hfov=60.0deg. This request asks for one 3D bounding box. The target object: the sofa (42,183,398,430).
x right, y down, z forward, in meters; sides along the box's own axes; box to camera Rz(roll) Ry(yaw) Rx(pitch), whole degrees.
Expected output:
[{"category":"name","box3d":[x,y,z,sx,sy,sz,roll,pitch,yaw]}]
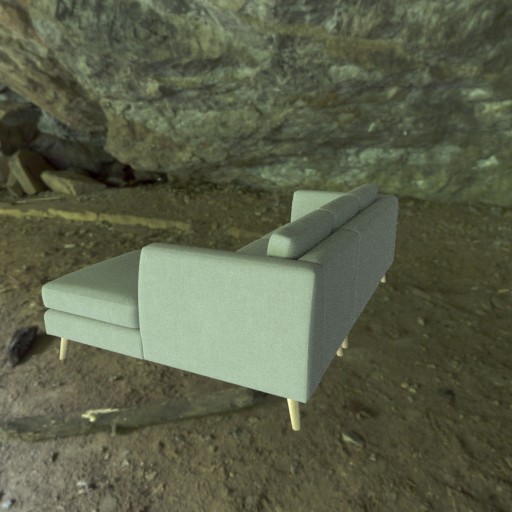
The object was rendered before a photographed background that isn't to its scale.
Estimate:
[{"category":"sofa","box3d":[0.000,0.000,3.112,1.580,0.860,2.300,8,18,24]}]
